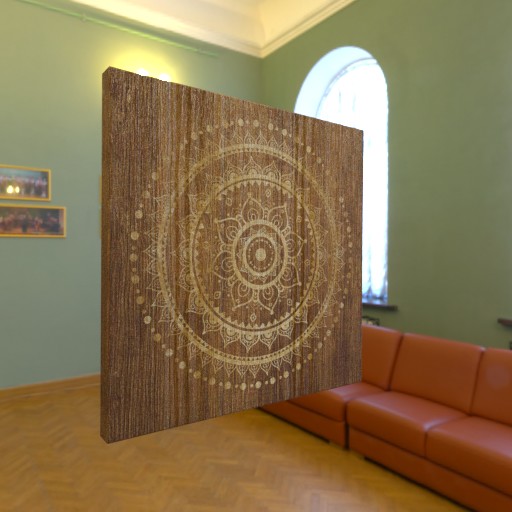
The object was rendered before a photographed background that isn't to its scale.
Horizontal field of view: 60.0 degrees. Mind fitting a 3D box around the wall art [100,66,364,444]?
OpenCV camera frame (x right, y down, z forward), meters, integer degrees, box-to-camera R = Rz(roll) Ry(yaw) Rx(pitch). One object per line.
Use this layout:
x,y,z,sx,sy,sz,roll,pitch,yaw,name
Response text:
0.000,0.000,0.898,0.611,0.608,0.042,0,1,-36,wall art
